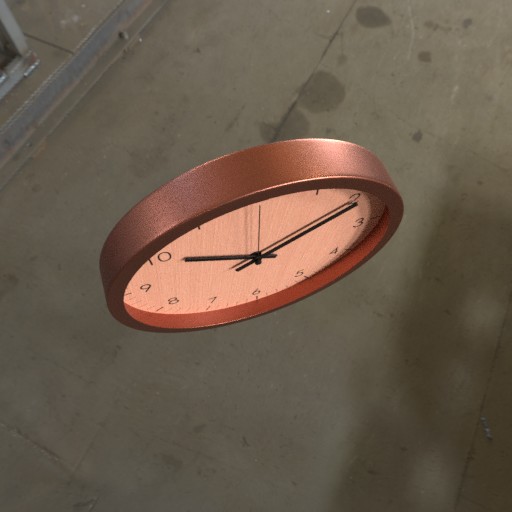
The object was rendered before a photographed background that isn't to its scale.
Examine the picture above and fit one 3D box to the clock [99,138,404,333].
[{"bbox_3d":[0.000,0.000,0.472,0.313,0.313,0.040,-17,66,-8],"label":"clock"}]
